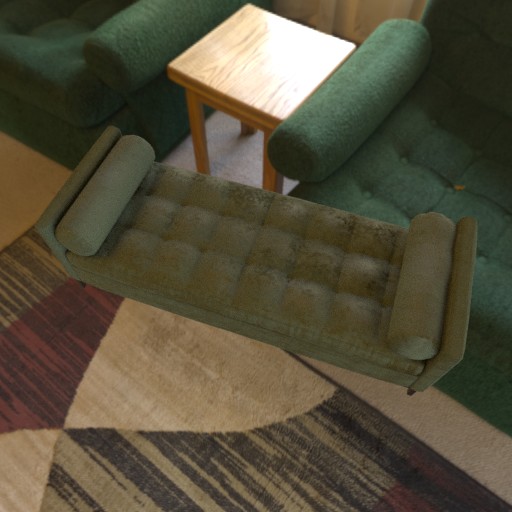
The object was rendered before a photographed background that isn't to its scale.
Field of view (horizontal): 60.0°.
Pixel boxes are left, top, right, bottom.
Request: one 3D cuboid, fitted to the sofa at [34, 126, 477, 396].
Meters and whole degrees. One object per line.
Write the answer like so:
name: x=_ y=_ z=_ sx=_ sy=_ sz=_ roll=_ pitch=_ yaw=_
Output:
sofa: x=0.000 y=0.000 z=2.481 sx=2.130 sy=0.681 sz=0.817 roll=16 pitch=60 yaw=10
